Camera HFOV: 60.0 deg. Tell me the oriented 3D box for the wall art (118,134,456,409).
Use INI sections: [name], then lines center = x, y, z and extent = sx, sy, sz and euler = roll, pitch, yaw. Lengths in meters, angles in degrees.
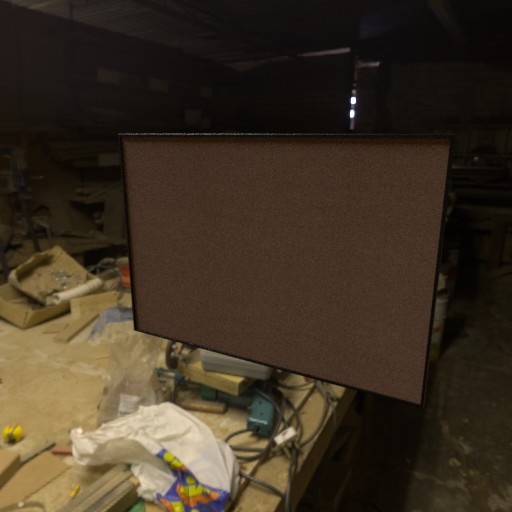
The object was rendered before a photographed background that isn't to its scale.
[wall art]
center = 0.000, 0.000, 1.245
extent = 0.957, 0.660, 0.019
euler = 8, 17, 27
